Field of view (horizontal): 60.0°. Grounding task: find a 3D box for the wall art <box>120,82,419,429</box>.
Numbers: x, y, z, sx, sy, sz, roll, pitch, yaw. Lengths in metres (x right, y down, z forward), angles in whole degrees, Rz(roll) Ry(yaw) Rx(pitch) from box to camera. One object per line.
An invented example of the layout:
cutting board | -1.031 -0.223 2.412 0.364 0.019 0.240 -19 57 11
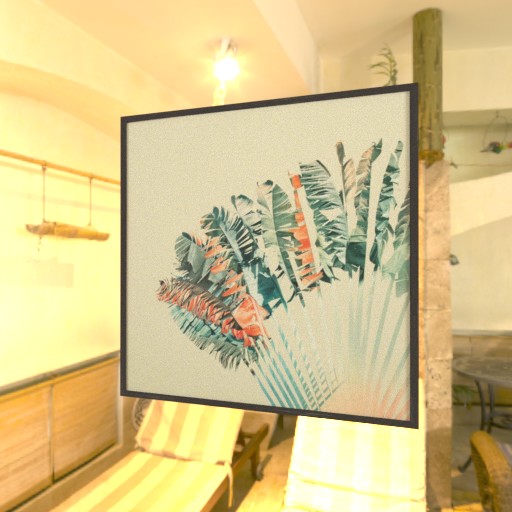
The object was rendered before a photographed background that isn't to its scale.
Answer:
wall art | 0.000 0.000 1.107 0.762 0.758 0.043 0 0 18
